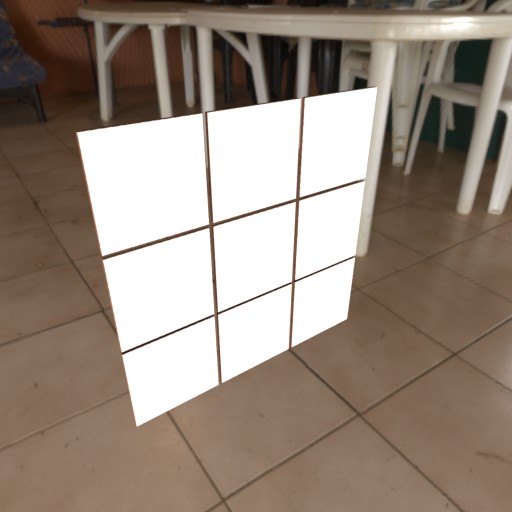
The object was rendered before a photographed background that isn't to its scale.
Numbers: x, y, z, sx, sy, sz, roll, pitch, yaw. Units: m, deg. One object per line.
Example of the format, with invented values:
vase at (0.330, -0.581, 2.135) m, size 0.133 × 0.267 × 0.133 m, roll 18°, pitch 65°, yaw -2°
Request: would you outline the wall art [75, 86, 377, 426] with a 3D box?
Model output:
wall art at (0.000, 0.000, 1.889) m, size 1.256 × 1.246 × 0.017 m, roll -20°, pitch 36°, yaw -30°
